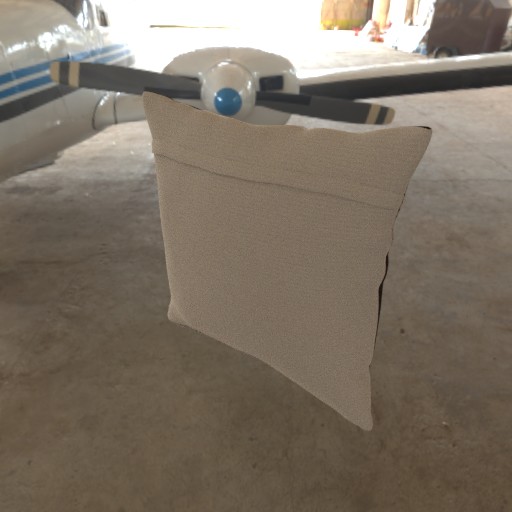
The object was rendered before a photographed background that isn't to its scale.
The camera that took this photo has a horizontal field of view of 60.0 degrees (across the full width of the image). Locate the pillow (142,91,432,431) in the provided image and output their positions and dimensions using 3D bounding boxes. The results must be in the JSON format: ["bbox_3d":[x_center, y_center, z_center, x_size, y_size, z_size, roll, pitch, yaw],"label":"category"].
[{"bbox_3d":[0.000,0.000,0.717,0.475,0.473,0.178,20,35,32],"label":"pillow"}]
